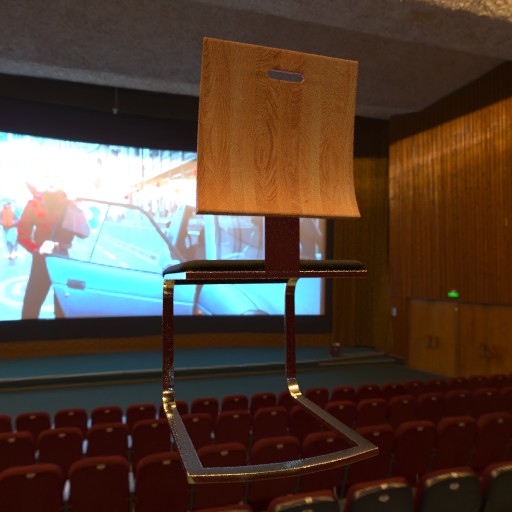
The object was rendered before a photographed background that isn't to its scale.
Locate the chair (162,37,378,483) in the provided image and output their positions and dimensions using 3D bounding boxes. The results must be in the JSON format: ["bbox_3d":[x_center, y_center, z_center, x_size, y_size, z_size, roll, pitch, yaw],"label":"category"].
[{"bbox_3d":[0.000,0.000,1.209,0.462,0.936,0.560,0,-1,-18],"label":"chair"}]
